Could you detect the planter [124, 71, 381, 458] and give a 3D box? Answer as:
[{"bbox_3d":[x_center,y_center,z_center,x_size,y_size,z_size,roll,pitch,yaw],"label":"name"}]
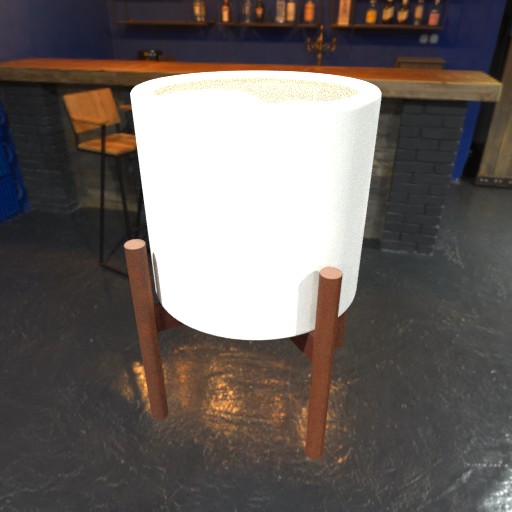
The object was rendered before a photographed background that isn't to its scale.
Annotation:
[{"bbox_3d":[0.000,0.000,0.492,0.224,0.358,0.224,8,30,14],"label":"planter"}]
